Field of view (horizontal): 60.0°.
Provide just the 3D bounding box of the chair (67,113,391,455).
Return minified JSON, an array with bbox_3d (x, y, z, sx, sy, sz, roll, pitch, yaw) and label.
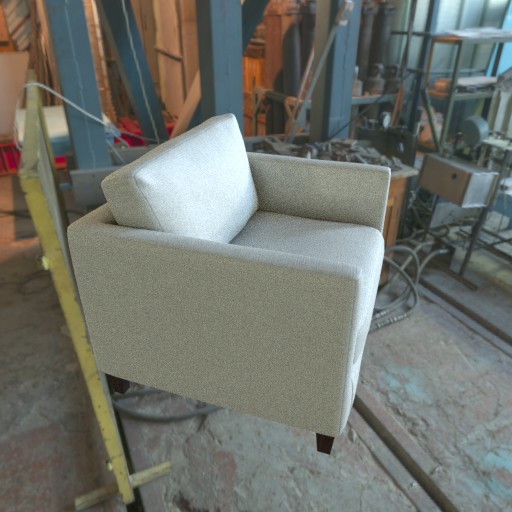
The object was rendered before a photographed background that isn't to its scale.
[{"bbox_3d":[0.000,0.000,1.764,0.959,0.919,0.996,10,31,17],"label":"chair"}]
